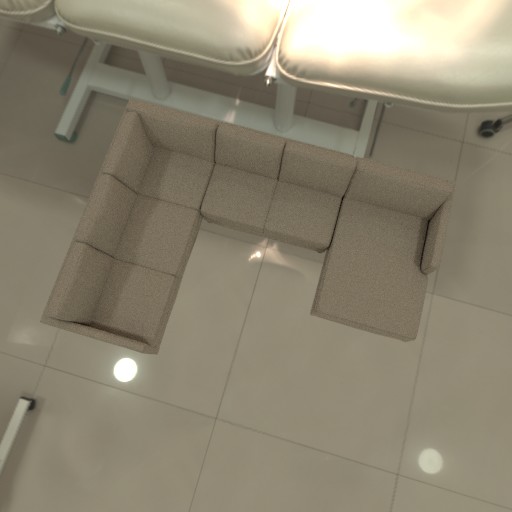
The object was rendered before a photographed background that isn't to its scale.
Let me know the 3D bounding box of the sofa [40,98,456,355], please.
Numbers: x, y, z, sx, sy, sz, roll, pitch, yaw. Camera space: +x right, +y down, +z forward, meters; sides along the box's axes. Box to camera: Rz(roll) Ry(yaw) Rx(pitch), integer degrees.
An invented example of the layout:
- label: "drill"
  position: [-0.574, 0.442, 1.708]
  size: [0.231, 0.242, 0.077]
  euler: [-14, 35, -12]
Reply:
- label: "sofa"
  position: [0.000, 0.000, 4.444]
  size: [3.438, 0.865, 2.424]
  euler: [16, 77, 4]
